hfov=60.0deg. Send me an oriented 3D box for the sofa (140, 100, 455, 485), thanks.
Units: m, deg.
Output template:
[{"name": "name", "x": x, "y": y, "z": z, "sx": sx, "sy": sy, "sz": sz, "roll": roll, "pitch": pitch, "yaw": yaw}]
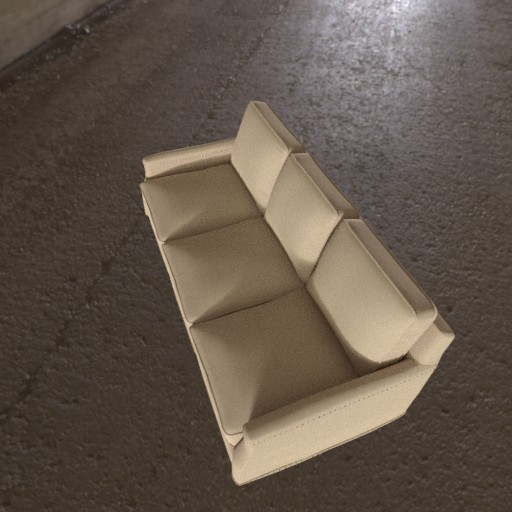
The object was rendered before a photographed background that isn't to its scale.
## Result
[{"name": "sofa", "x": 0.000, "y": 0.000, "z": 2.770, "sx": 1.084, "sy": 1.003, "sz": 2.246, "roll": -16, "pitch": 49, "yaw": -14}]
